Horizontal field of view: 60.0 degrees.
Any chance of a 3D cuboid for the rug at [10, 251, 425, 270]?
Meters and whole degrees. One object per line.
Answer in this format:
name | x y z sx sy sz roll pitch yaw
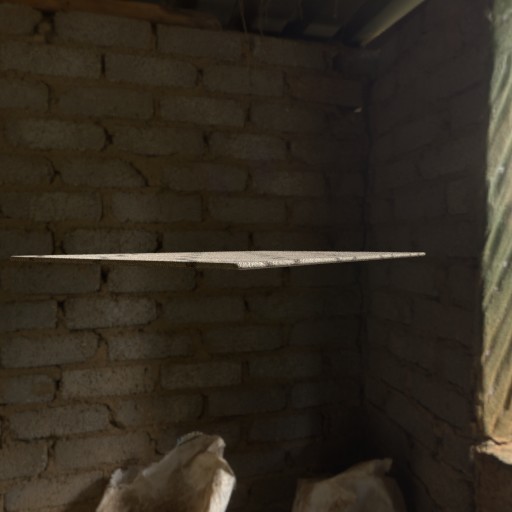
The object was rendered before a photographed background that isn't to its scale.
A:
rug | 0.000 0.000 2.829 1.501 0.024 2.348 1 2 35
